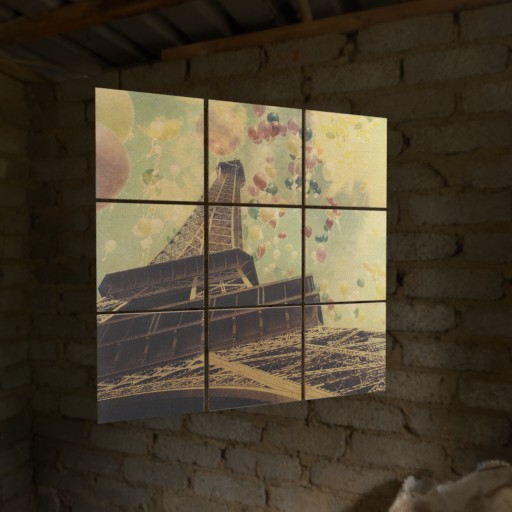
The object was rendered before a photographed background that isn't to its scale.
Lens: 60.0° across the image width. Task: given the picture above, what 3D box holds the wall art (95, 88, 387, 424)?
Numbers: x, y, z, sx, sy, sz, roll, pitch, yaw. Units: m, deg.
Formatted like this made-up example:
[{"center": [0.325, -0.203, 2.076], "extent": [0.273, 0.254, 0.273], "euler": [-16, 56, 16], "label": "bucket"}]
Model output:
[{"center": [0.000, 0.000, 1.799], "extent": [1.219, 1.218, 0.013], "euler": [0, 1, -18], "label": "wall art"}]
